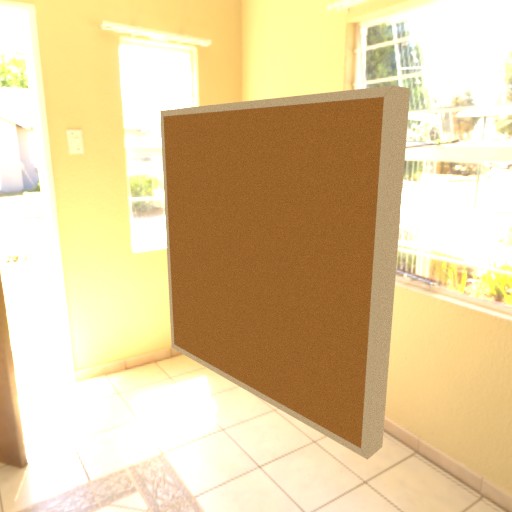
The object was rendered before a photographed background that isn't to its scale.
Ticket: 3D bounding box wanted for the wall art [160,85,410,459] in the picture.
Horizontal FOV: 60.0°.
[{"bbox_3d":[0.000,0.000,0.461,0.024,0.304,0.304,-13,19,-42],"label":"wall art"}]
